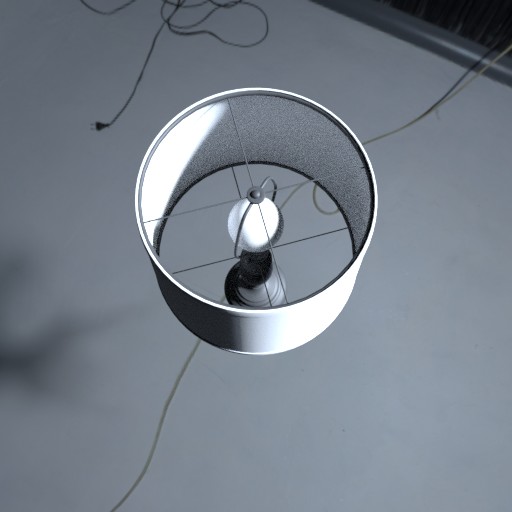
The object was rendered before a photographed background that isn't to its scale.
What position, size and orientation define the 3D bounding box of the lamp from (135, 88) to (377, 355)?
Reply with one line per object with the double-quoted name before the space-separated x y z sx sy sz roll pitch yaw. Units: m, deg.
"lamp" 0.000 0.000 0.703 0.310 0.501 0.310 0 75 0
